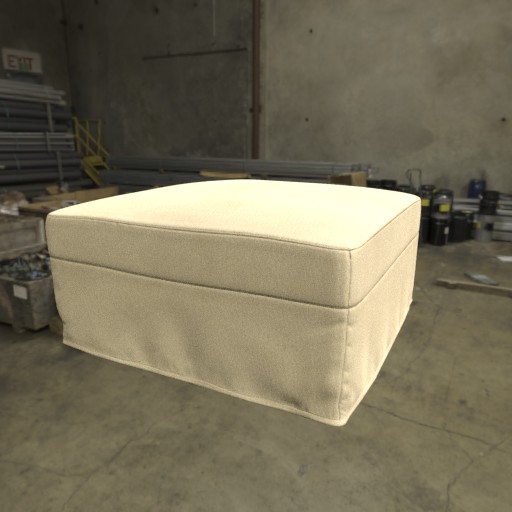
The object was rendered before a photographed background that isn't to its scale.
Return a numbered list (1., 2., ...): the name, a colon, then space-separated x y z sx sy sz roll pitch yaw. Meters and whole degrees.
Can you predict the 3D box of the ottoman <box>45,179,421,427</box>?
1. ottoman: 0.000 0.000 1.350 0.842 0.441 0.843 8 17 27
